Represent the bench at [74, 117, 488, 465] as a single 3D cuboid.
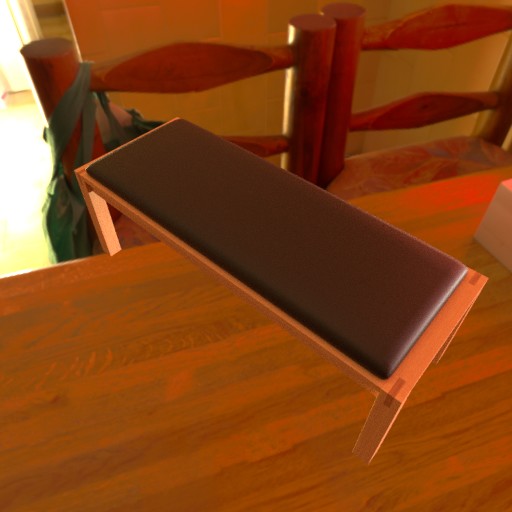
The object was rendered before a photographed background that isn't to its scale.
[{"bbox_3d":[0.000,0.000,1.420,1.202,0.430,0.450,33,55,27],"label":"bench"}]
